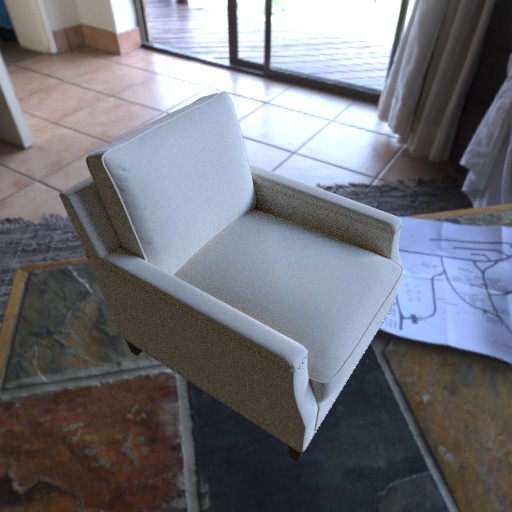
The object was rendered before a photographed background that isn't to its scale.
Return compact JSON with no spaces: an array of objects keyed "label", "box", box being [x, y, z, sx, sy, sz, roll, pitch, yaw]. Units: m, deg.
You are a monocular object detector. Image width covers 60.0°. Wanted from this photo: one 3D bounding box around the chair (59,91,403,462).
[{"label":"chair","box":[0.000,0.000,1.723,1.014,0.943,0.853,24,47,25]}]
